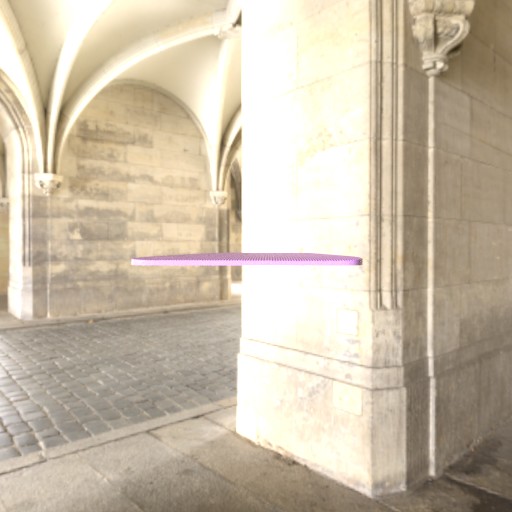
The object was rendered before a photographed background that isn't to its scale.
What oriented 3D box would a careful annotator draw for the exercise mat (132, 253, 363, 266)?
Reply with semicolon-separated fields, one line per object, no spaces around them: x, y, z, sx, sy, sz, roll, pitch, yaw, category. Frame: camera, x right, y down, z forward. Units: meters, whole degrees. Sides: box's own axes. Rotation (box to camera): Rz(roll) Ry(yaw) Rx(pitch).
0.000;0.000;2.054;0.616;0.021;1.869;0;1;2;exercise mat
